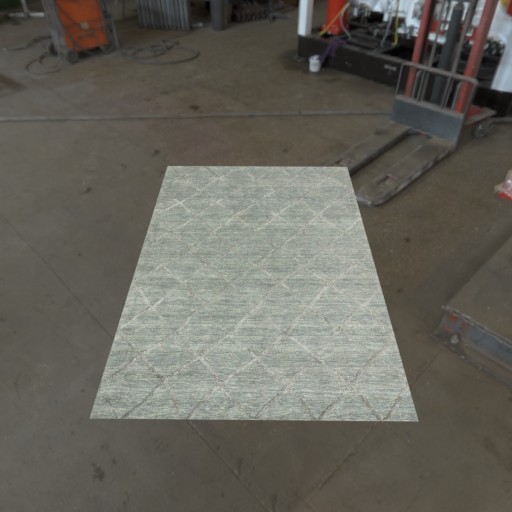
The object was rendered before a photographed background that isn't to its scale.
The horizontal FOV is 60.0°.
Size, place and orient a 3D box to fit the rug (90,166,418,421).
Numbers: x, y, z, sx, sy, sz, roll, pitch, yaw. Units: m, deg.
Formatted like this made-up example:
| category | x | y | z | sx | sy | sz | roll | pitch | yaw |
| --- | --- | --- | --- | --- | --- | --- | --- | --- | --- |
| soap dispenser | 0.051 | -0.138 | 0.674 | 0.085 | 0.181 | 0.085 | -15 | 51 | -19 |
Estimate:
| category | x | y | z | sx | sy | sz | roll | pitch | yaw |
| --- | --- | --- | --- | --- | --- | --- | --- | --- | --- |
| rug | 0.000 | 0.000 | 2.906 | 1.521 | 0.006 | 2.283 | 0 | 42 | 0 |
